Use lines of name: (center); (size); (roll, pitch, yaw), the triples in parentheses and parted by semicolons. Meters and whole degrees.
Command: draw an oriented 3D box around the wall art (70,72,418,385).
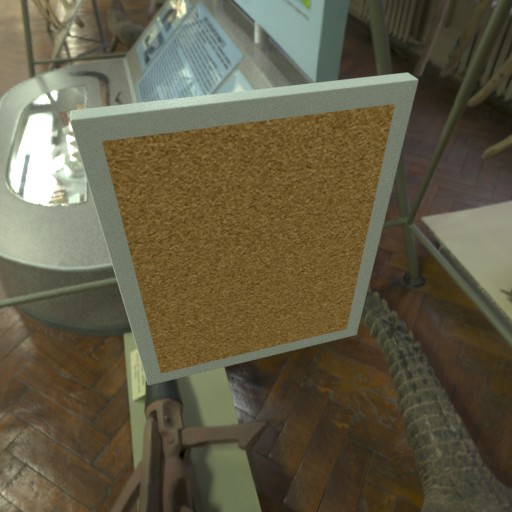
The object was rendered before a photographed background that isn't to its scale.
wall art: (0.000, 0.000, 0.751); (0.454, 0.556, 0.028); (-11, 43, -12)
